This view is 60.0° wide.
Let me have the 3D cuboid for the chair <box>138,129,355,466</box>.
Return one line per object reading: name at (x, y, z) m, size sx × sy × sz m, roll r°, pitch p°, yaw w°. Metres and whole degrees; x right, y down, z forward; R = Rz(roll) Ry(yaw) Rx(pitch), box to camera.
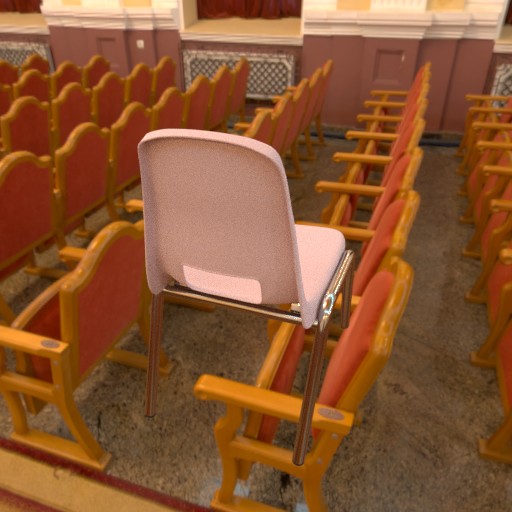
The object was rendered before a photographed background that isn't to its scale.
chair at (0.000, 0.000, 0.856) m, size 0.354 × 0.586 × 0.423 m, roll 11°, pitch 33°, yaw 17°
